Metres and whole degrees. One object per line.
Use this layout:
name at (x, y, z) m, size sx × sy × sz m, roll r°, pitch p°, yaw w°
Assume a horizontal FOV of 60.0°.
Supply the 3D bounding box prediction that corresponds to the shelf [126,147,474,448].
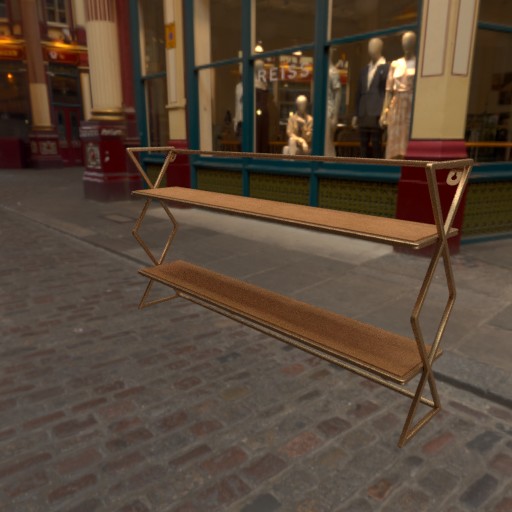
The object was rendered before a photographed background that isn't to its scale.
shelf at (0.000, 0.000, 0.985) m, size 0.150 × 0.450 × 0.822 m, roll -15°, pitch 21°, yaw -42°
